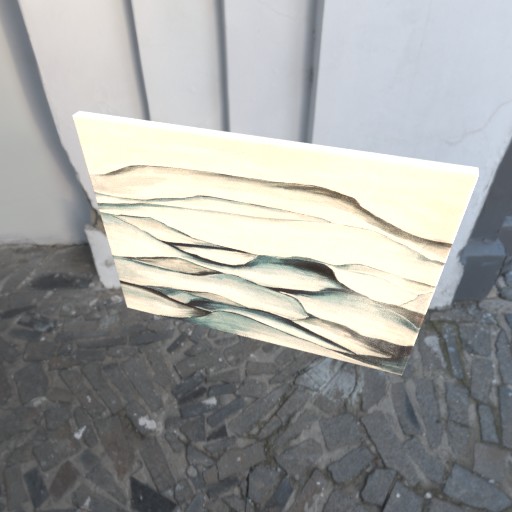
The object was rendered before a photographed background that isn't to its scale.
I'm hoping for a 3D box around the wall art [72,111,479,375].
[{"bbox_3d":[0.000,0.000,1.596,1.219,0.915,0.039,12,43,13],"label":"wall art"}]
